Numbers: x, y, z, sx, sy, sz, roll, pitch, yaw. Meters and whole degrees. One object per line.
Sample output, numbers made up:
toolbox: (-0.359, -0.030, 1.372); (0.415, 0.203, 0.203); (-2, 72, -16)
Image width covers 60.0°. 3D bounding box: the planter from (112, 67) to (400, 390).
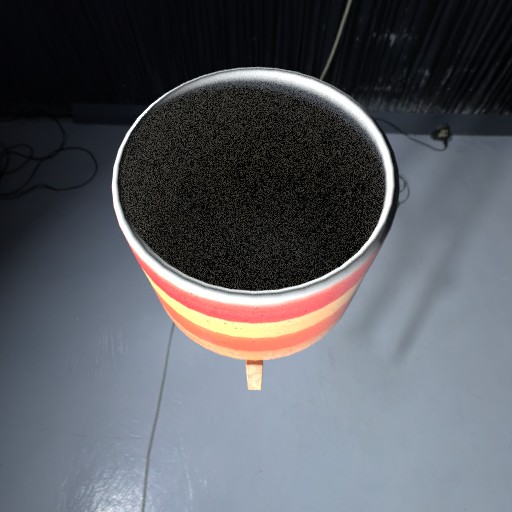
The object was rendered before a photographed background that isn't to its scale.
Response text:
planter: (0.000, 0.000, 0.413); (0.199, 0.268, 0.199); (0, 64, 0)
